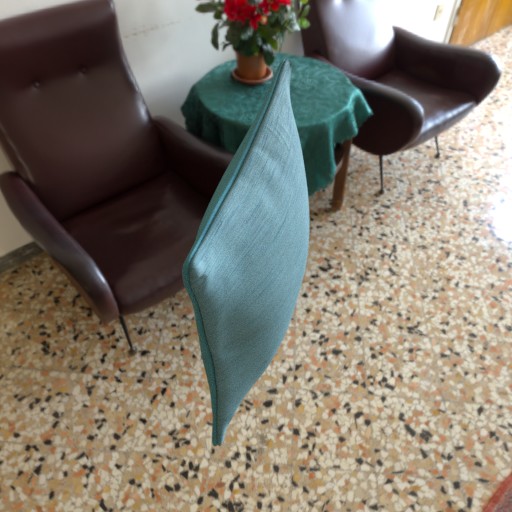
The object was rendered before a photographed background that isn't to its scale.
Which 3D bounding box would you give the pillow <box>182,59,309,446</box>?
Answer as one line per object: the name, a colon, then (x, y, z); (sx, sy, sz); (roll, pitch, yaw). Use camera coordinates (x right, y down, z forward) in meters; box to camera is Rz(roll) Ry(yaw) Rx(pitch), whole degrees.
pillow: (0.000, 0.000, 0.665); (0.151, 0.415, 0.433); (10, 48, 9)
